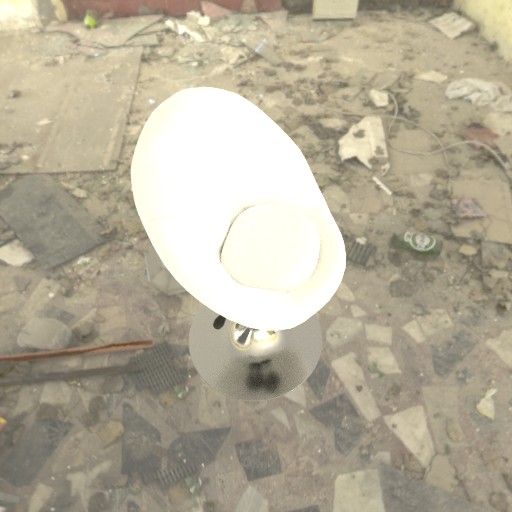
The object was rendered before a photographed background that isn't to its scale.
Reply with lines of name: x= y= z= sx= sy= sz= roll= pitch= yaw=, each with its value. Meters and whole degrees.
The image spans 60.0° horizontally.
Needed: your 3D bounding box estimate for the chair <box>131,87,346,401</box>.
chair: x=0.000 y=0.000 z=1.856 sx=0.736 sy=1.261 sz=0.940 roll=11 pitch=50 yaw=9
